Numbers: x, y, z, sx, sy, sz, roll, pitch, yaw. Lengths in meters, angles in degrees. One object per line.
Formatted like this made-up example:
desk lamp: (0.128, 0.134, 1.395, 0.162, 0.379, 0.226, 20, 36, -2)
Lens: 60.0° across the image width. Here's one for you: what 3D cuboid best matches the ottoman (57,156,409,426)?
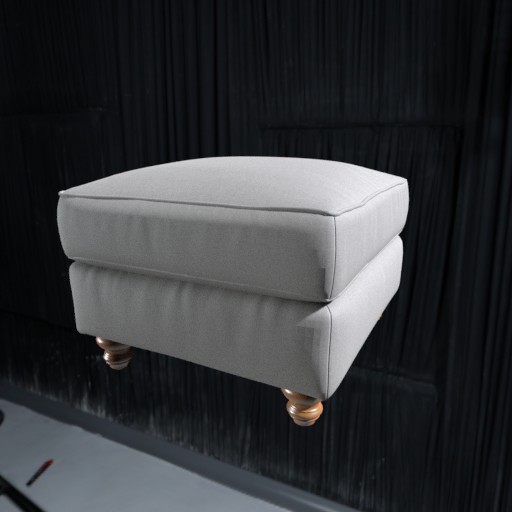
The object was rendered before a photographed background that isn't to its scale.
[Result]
ottoman: (0.000, 0.000, 1.158, 0.662, 0.505, 0.721, 7, 16, 26)
